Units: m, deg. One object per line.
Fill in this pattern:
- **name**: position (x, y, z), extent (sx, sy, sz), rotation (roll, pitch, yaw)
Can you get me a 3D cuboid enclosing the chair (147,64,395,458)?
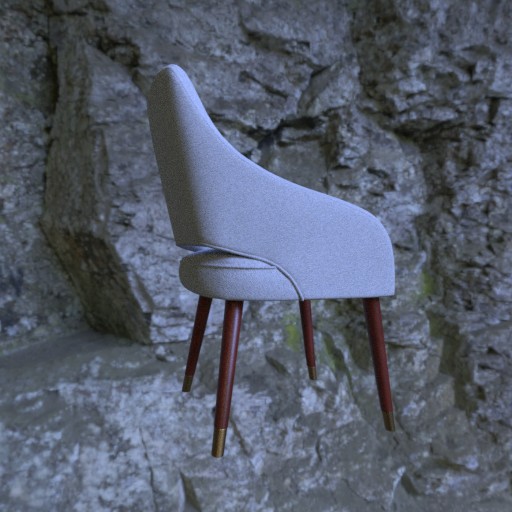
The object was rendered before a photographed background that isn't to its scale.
- **chair**: position (0.000, 0.000, 1.271), extent (0.600, 0.889, 0.609), rotation (0, 1, -17)
